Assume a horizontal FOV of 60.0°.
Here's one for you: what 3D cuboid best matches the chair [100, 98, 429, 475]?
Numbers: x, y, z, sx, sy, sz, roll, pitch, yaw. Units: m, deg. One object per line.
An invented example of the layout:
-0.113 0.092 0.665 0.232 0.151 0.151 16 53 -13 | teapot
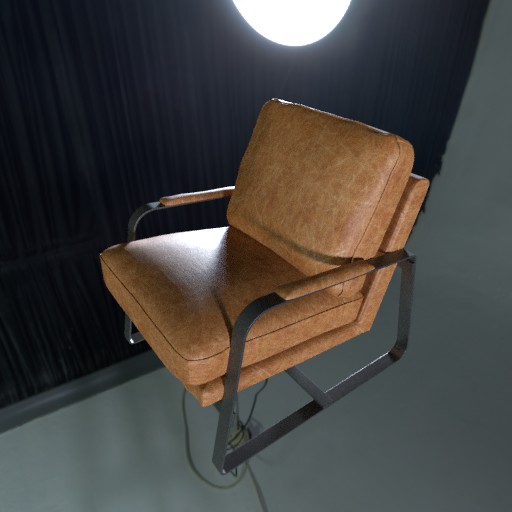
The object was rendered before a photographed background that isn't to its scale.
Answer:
0.000 0.000 1.338 0.801 0.777 0.651 -21 38 -30 | chair
